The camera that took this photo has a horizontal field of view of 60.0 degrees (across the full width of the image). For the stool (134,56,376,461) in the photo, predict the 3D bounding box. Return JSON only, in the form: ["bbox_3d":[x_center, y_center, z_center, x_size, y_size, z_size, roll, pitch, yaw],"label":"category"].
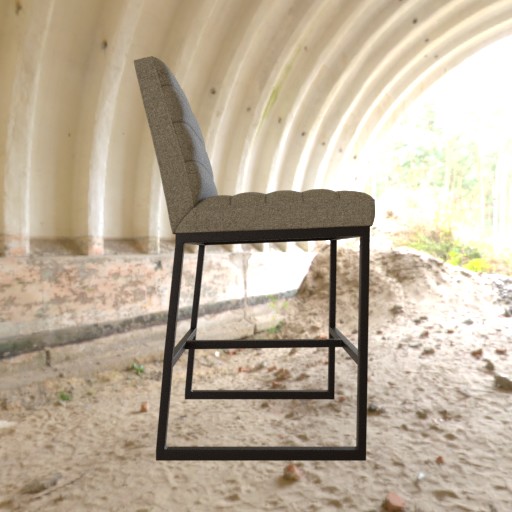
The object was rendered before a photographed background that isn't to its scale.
[{"bbox_3d":[0.000,0.000,1.235,0.560,0.940,0.460,0,1,0],"label":"stool"}]
